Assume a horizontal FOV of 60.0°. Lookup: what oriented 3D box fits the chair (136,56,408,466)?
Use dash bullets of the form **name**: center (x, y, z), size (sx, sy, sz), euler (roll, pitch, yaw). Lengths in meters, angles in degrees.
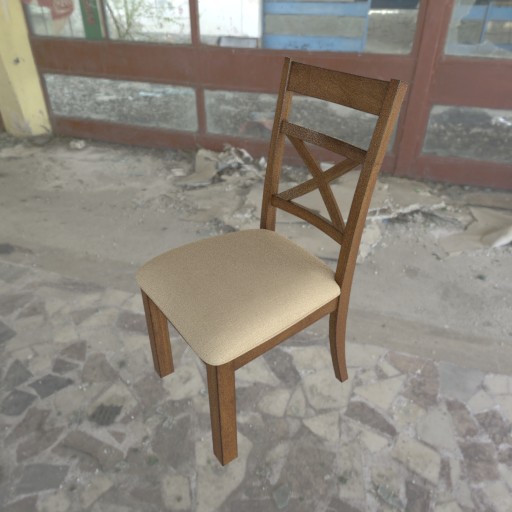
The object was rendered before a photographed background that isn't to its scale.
- **chair**: center (0.000, 0.000, 1.253), size (0.581, 0.949, 0.461), euler (-21, 38, -30)
